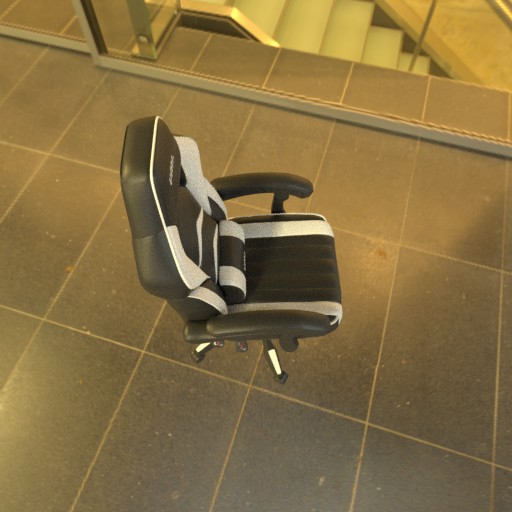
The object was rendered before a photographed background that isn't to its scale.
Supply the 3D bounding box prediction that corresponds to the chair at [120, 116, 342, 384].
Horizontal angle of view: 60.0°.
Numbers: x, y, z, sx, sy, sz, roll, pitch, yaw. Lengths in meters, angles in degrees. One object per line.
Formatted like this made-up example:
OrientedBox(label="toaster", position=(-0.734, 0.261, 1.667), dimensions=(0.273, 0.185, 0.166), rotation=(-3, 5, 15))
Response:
OrientedBox(label="chair", position=(0.000, 0.000, 1.647), dimensions=(0.700, 1.200, 0.676), rotation=(-2, 60, -1))
